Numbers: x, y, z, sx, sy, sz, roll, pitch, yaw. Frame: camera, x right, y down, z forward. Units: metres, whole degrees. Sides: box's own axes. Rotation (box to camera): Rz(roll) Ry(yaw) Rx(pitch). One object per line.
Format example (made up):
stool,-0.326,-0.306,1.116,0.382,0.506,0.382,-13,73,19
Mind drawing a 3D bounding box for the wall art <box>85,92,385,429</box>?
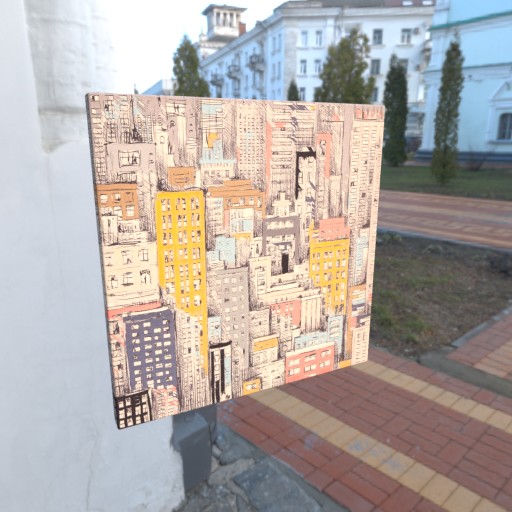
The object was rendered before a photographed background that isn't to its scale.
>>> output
wall art,0.000,0.000,1.146,0.761,0.762,0.048,-7,16,-26
